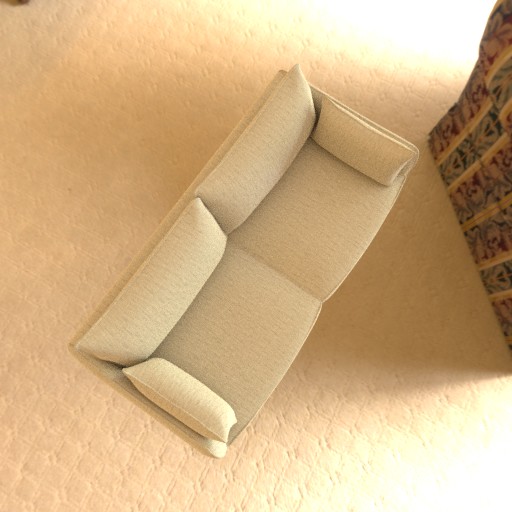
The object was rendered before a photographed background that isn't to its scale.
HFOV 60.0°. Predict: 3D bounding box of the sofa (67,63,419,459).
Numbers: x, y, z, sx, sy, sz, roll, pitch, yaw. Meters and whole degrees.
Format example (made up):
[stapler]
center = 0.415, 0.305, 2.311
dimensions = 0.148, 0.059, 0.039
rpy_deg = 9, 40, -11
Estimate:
[sofa]
center = 0.000, 0.000, 2.504
dimensions = 0.991, 0.860, 1.989
rpy_deg = 34, 79, 8
